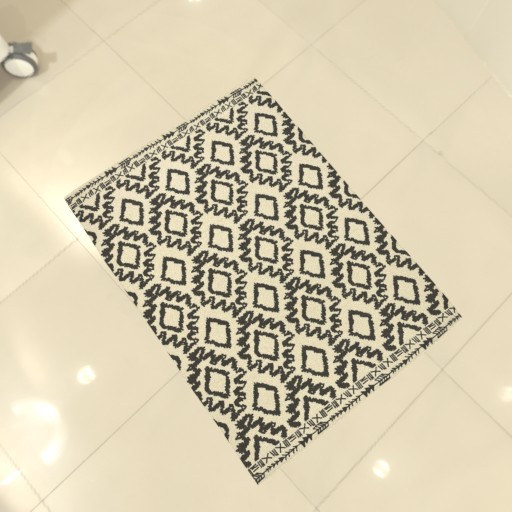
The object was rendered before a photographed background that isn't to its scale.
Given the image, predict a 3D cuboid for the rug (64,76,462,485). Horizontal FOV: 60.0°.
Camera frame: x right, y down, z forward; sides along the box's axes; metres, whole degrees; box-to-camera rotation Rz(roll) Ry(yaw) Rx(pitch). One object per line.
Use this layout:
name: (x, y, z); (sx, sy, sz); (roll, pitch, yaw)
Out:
rug: (0.000, 0.000, 4.364); (2.444, 0.036, 3.369); (-36, 78, -9)
